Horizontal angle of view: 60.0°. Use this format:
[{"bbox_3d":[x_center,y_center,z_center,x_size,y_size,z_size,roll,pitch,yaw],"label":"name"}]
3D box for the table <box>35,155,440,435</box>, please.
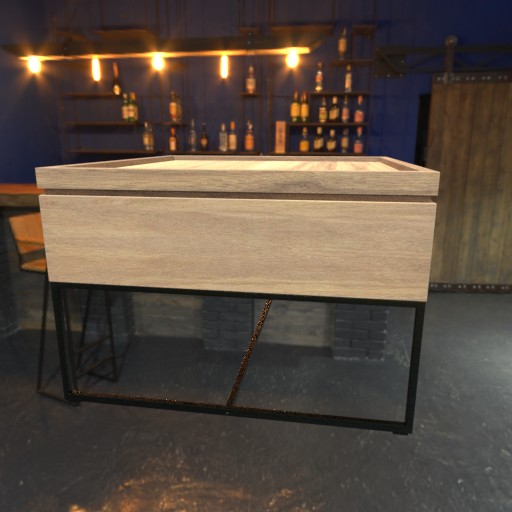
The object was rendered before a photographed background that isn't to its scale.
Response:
[{"bbox_3d":[0.000,0.000,1.106,0.676,0.464,0.679,2,15,9],"label":"table"}]
